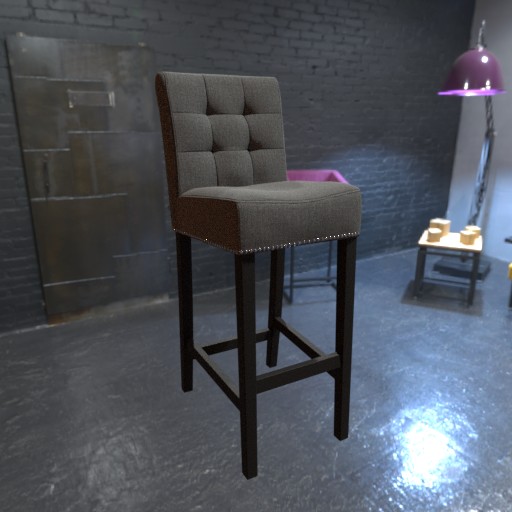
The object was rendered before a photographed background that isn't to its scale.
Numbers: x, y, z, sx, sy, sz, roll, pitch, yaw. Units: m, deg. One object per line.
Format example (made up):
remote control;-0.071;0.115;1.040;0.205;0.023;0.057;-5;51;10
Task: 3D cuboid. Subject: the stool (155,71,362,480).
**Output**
stool;0.000;0.000;1.328;0.411;1.047;0.548;-9;19;-27
